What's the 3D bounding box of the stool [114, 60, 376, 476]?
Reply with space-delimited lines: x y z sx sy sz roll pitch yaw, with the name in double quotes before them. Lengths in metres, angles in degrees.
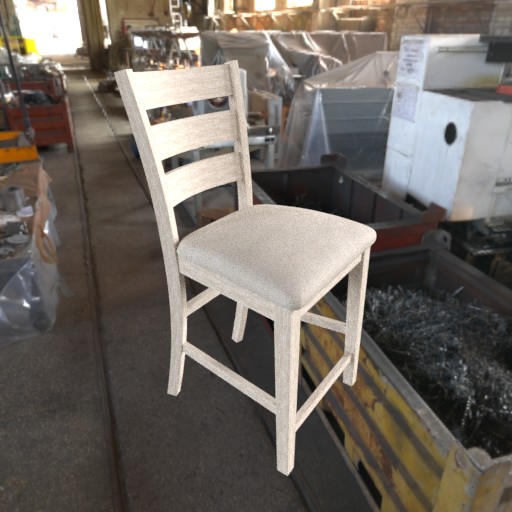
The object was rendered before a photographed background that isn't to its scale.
"stool" 0.000 0.000 1.314 0.569 1.032 0.484 18 32 31
